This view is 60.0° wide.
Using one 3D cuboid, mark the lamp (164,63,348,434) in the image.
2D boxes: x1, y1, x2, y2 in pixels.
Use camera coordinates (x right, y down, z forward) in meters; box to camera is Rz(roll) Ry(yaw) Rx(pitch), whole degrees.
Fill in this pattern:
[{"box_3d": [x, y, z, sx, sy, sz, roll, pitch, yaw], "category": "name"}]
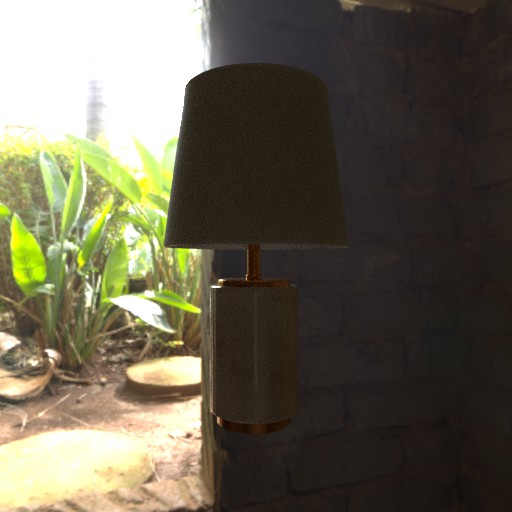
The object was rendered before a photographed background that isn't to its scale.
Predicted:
[{"box_3d": [0.000, 0.000, 0.464, 0.189, 0.340, 0.189, 0, -1, 0], "category": "lamp"}]
